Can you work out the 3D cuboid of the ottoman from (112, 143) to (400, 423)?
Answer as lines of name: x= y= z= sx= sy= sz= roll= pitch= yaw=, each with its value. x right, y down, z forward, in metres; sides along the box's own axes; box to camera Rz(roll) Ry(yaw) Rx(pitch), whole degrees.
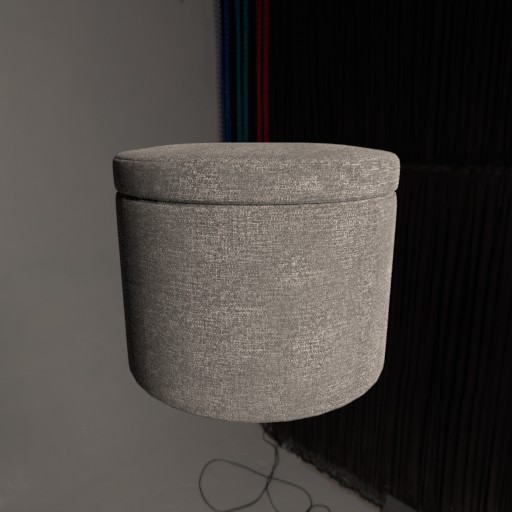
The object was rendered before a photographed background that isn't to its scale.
ottoman: x=0.000 y=0.000 z=0.849 sx=0.500 sy=0.419 sz=0.500 roll=0 pitch=15 yaw=0
